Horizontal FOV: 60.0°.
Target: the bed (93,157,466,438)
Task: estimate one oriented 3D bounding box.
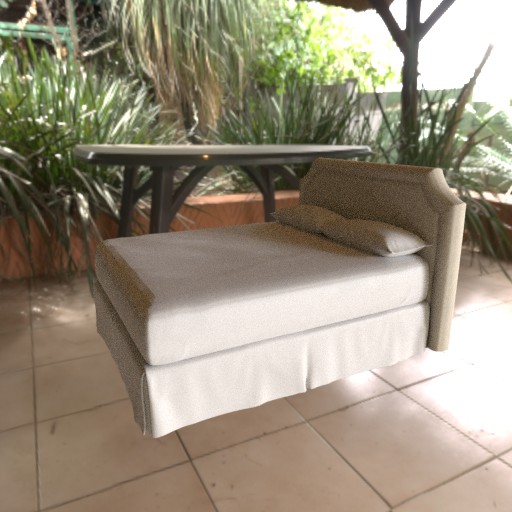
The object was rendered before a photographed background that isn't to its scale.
[{"bbox_3d":[0.000,0.000,3.269,2.164,1.297,1.828,-8,18,-27],"label":"bed"}]
